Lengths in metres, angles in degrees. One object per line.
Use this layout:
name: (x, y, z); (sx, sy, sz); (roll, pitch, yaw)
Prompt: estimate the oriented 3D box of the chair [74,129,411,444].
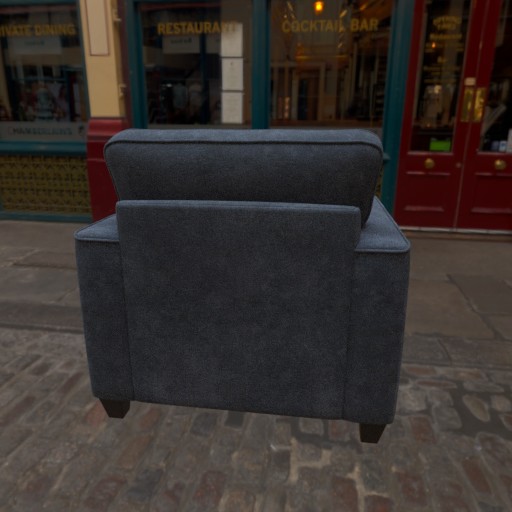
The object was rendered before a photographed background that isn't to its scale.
chair: (0.000, 0.000, 1.742); (1.015, 0.965, 0.939); (2, 17, 8)
